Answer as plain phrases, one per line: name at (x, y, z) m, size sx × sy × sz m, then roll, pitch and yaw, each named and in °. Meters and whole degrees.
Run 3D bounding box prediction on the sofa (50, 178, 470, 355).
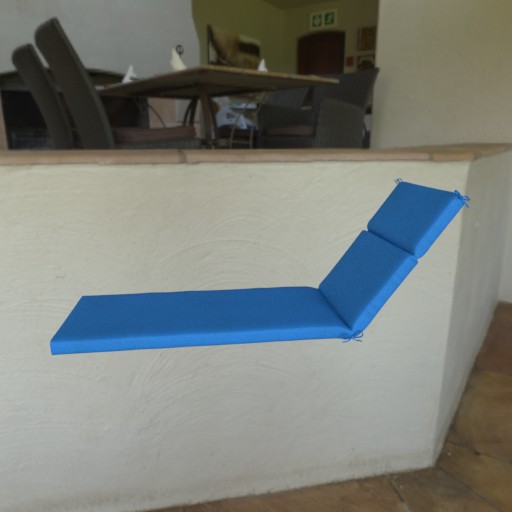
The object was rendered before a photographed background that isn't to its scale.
sofa at (0.000, 0.000, 1.967) m, size 1.663 × 0.622 × 0.582 m, roll -2°, pitch 15°, yaw -7°
